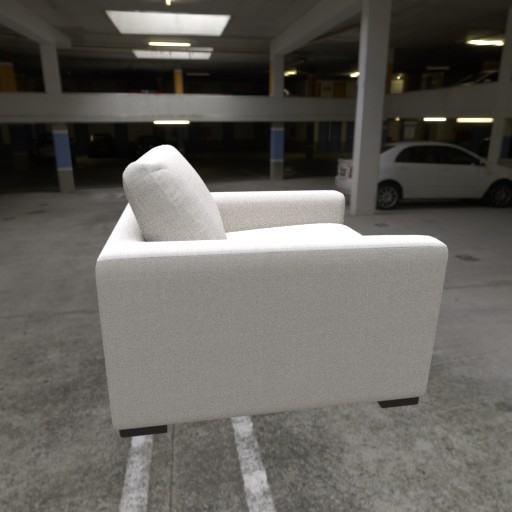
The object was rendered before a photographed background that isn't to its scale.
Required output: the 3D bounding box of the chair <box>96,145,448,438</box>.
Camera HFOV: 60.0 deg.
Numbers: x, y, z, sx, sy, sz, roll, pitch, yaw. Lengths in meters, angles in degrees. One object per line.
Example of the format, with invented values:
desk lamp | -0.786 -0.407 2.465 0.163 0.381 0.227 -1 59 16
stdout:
chair | 0.000 0.000 1.865 1.100 0.876 1.070 -3 18 -9
